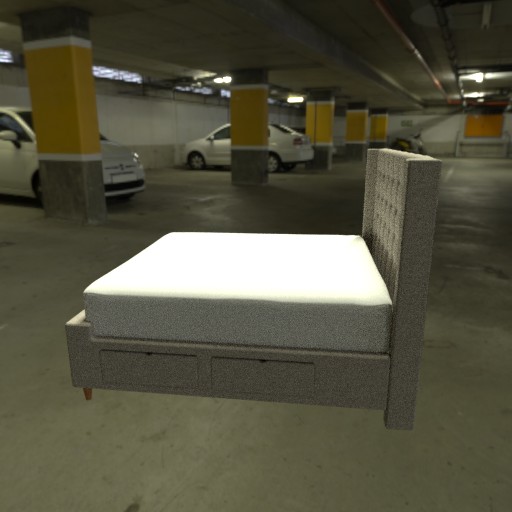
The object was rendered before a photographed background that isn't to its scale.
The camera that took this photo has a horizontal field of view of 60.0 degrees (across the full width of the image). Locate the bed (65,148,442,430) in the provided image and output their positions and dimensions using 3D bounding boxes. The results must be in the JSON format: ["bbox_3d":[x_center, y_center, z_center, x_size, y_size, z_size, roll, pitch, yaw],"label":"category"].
[{"bbox_3d":[0.000,0.000,3.780,2.372,1.748,2.044,2,15,7],"label":"bed"}]
